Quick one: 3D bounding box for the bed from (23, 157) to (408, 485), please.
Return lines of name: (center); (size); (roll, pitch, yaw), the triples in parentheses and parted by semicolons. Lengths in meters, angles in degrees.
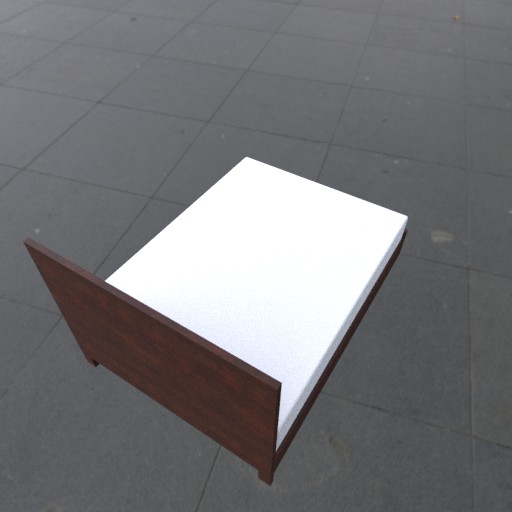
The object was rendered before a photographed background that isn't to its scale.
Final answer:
bed: (0.000, 0.000, 3.198); (1.600, 1.270, 2.184); (25, 51, 22)
